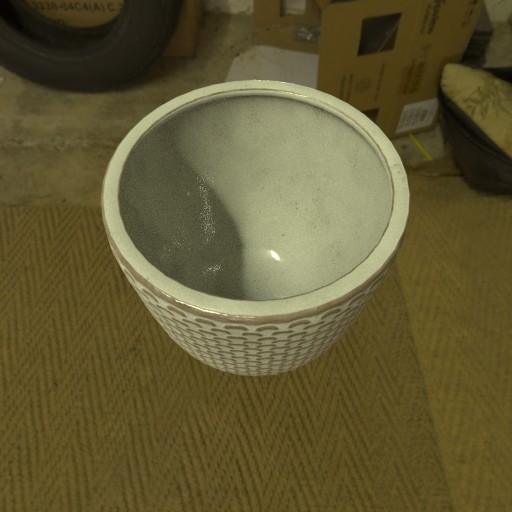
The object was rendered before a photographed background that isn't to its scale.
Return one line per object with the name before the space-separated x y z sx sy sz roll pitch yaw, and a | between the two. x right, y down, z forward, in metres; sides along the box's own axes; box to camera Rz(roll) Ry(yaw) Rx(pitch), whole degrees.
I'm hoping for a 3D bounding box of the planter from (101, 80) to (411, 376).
planter | 0.000 0.000 0.361 0.197 0.191 0.197 0 58 0
